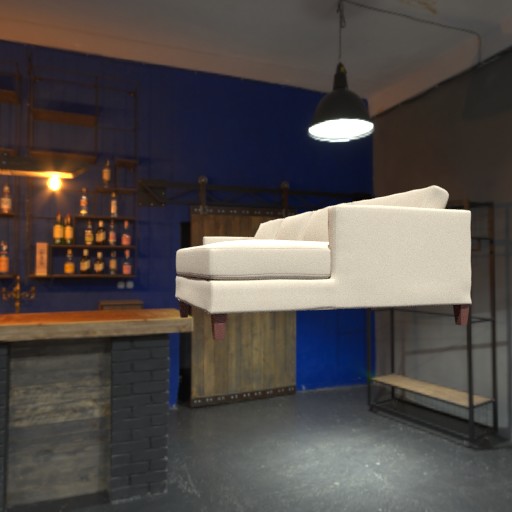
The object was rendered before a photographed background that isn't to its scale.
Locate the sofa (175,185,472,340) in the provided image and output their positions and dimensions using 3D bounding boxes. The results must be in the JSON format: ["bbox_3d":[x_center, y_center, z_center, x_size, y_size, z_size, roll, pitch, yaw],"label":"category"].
[{"bbox_3d":[0.000,0.000,3.863,1.625,0.861,3.186,0,-1,-20],"label":"sofa"}]
